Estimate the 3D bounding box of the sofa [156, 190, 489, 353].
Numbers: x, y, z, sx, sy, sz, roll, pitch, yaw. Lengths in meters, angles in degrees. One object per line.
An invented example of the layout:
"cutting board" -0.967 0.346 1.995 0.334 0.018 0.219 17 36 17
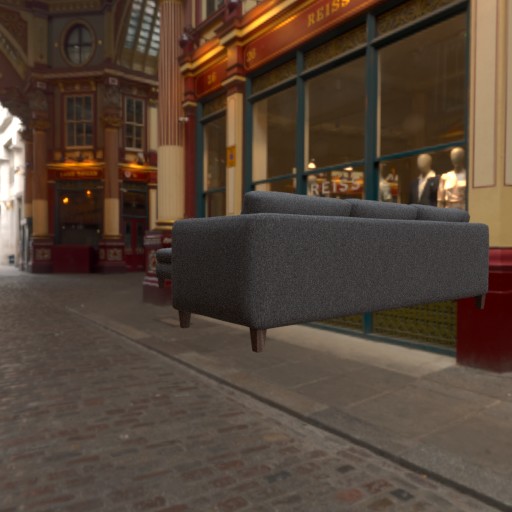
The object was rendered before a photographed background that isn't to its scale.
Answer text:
"sofa" 0.000 0.000 4.236 2.551 0.853 3.238 -2 3 -38
